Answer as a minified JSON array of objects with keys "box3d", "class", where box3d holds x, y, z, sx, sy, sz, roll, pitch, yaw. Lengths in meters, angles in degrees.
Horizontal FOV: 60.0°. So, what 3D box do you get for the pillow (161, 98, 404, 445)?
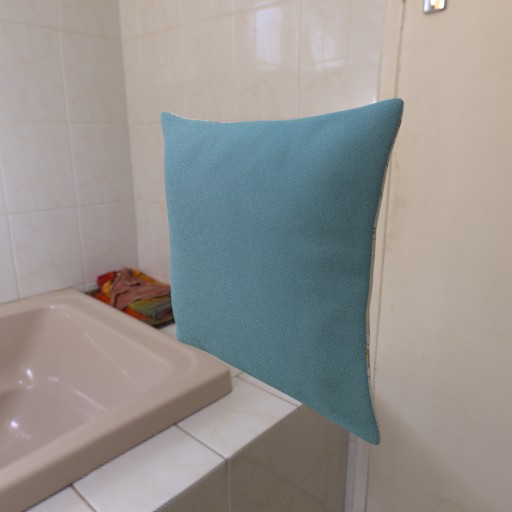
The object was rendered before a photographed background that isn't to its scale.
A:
[{"box3d":[0.000,0.000,0.789,0.526,0.507,0.166,15,21,43],"class":"pillow"}]
